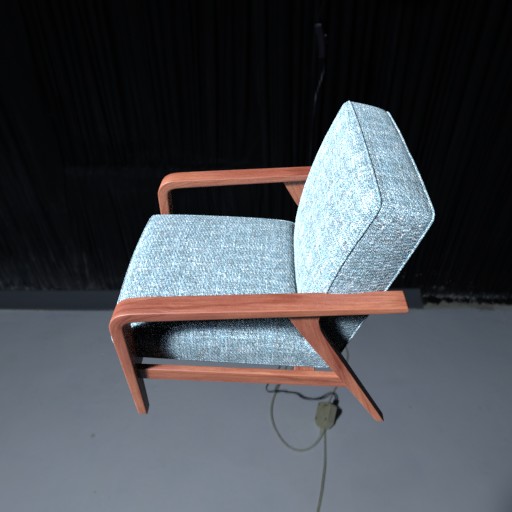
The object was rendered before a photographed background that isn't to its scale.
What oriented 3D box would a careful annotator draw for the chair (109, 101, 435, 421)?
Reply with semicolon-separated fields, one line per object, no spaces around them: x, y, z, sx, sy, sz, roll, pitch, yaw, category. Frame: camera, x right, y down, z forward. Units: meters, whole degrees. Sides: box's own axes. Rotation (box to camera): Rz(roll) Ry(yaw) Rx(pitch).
0.000;0.000;1.484;0.889;0.864;0.719;1;41;2;chair
